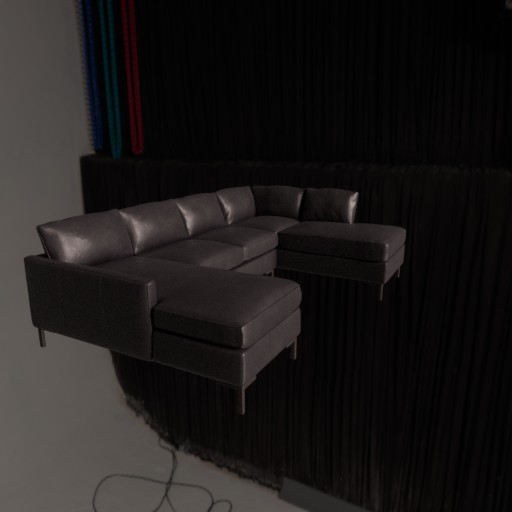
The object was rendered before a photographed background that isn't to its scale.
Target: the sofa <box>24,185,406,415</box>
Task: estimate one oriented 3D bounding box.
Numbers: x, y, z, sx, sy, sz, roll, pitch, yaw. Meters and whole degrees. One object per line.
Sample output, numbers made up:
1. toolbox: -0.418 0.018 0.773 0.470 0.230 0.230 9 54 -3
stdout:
1. sofa: 0.000 0.000 3.783 1.939 0.900 2.956 8 17 28
